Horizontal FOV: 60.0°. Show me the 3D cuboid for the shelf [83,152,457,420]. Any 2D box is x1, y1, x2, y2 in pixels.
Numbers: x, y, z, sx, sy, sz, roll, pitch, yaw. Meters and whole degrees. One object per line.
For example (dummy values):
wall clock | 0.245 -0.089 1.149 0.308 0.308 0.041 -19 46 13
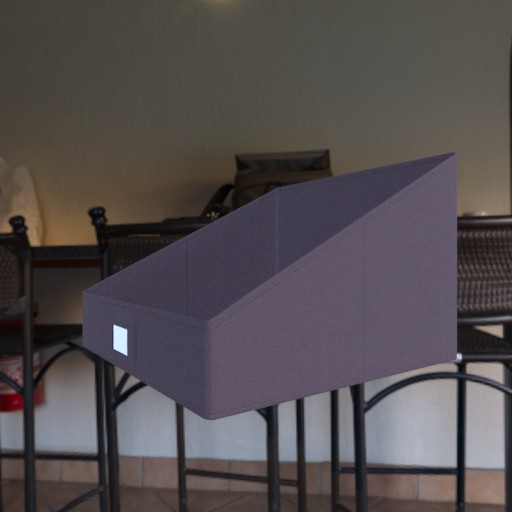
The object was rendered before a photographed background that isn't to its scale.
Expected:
shelf | 0.000 0.000 0.476 0.292 0.210 0.292 0 0 -36
